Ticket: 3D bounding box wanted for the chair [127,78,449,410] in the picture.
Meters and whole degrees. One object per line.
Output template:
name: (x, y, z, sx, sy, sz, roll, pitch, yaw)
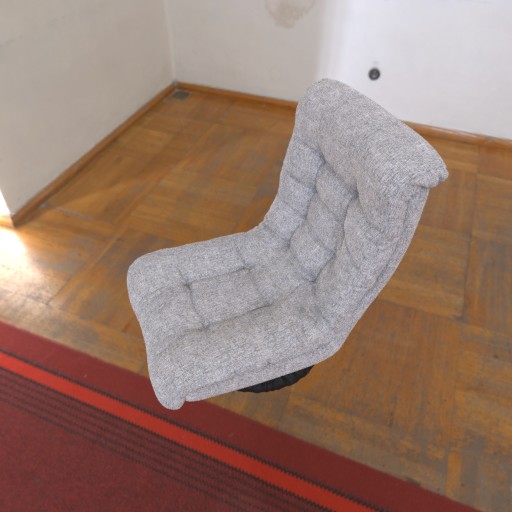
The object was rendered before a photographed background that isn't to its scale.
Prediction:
chair: (0.000, 0.000, 0.984, 0.583, 0.600, 0.400, -17, 48, -16)
